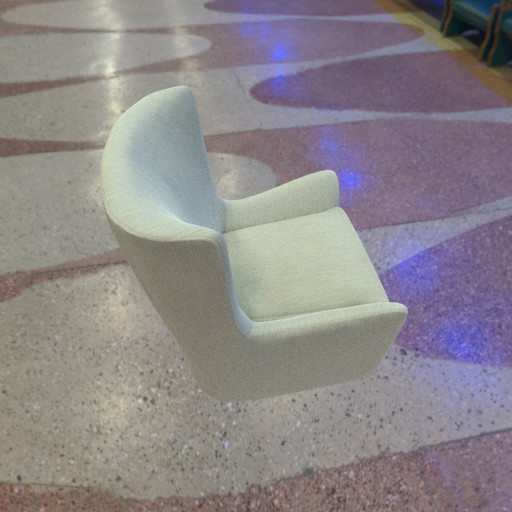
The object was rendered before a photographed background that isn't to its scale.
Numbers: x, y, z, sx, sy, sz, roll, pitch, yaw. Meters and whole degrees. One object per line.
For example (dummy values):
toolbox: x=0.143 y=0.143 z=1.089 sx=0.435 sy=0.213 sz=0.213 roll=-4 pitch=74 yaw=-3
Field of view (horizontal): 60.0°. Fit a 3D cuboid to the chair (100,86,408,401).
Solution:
chair: x=0.000 y=0.000 z=1.651 sx=0.904 sy=1.000 sz=0.779 roll=-8 pitch=47 yaw=-7
